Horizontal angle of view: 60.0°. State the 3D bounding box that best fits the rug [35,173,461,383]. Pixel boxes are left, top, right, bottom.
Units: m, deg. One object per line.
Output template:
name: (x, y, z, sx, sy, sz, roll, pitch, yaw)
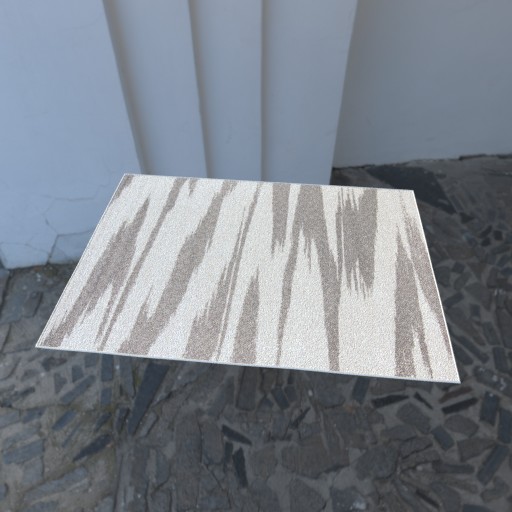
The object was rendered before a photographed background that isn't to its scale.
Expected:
rug: (0.000, 0.000, 2.741, 2.142, 0.010, 1.533, 4, 46, 4)
